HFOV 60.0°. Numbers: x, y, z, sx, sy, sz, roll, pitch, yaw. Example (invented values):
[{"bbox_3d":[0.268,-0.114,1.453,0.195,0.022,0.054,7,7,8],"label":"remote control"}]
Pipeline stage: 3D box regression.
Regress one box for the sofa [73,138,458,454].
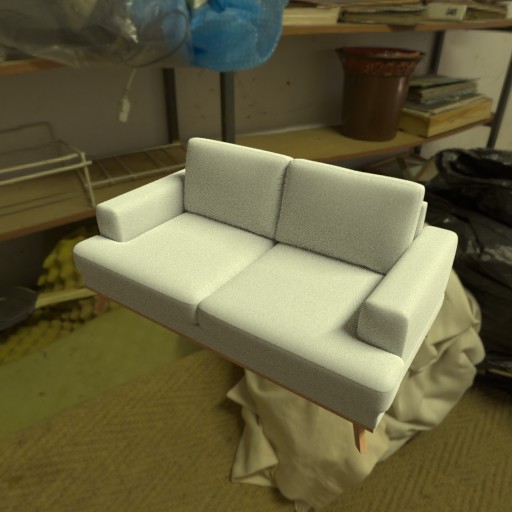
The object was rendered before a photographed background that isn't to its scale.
[{"bbox_3d":[0.000,0.000,2.122,1.651,0.810,0.915,19,36,29],"label":"sofa"}]
